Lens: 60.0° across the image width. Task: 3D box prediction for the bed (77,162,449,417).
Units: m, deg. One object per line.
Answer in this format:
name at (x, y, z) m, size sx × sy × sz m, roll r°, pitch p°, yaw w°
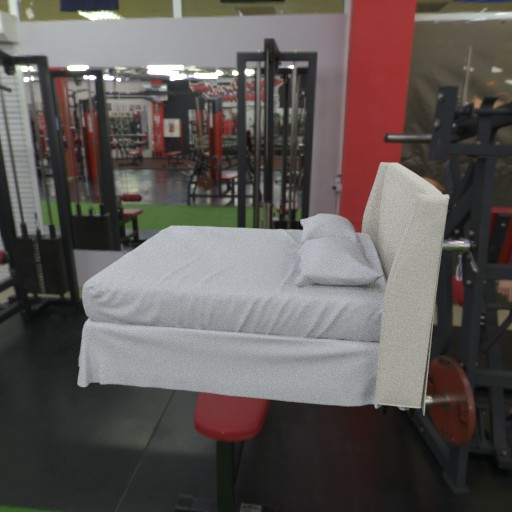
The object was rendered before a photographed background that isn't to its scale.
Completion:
bed at (0.000, 0.000, 3.439) m, size 2.276 × 1.332 × 1.925 m, roll 3°, pitch 17°, yaw 9°
